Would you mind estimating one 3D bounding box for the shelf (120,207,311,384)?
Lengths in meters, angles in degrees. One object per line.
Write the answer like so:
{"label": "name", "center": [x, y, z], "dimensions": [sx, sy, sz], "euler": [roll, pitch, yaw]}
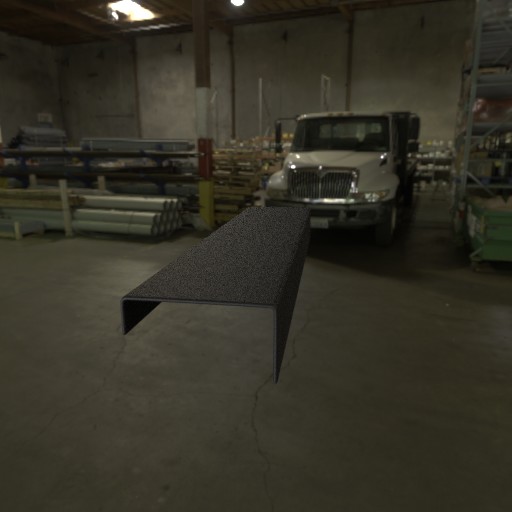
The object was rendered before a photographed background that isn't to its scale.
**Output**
{"label": "shelf", "center": [0.000, 0.000, 0.497], "dimensions": [0.102, 0.053, 0.456], "euler": [2, 14, 9]}
